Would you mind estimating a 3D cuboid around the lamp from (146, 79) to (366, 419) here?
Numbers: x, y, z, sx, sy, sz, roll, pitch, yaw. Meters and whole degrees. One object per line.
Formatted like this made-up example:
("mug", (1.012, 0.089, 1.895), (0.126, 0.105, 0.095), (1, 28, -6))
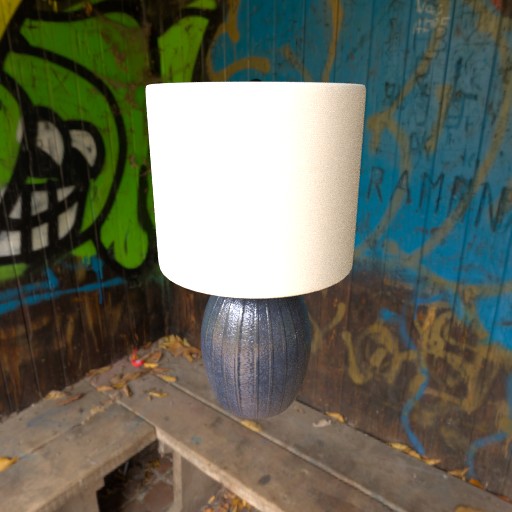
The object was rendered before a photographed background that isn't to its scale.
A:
("lamp", (0.000, 0.000, 0.767), (0.329, 0.570, 0.329), (3, 20, 10))
